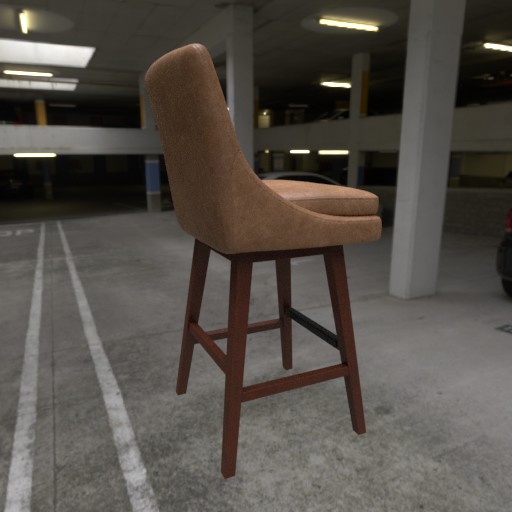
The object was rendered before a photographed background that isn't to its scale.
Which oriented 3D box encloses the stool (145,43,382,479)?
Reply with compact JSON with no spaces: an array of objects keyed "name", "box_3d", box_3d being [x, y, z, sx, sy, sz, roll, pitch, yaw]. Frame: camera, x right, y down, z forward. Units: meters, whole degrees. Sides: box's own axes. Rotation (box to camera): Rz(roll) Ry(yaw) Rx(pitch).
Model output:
[{"name":"stool","box_3d":[0.000,0.000,1.355,0.572,1.079,0.487,-6,15,-25]}]
